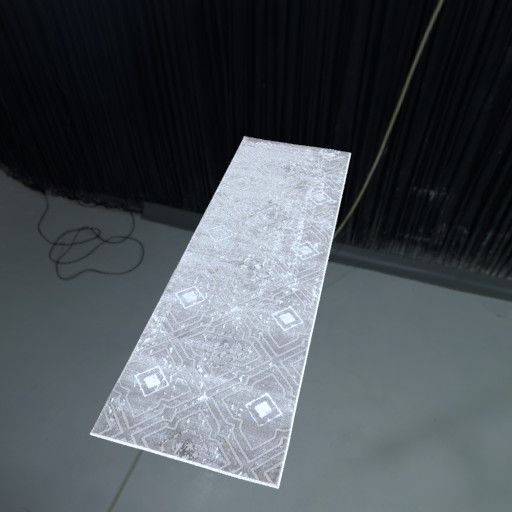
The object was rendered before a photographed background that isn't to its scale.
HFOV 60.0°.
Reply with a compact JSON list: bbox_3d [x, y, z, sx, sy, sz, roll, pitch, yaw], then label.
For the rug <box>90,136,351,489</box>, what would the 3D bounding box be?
[{"bbox_3d":[0.000,0.000,2.603,0.832,0.035,2.381,11,48,10],"label":"rug"}]
